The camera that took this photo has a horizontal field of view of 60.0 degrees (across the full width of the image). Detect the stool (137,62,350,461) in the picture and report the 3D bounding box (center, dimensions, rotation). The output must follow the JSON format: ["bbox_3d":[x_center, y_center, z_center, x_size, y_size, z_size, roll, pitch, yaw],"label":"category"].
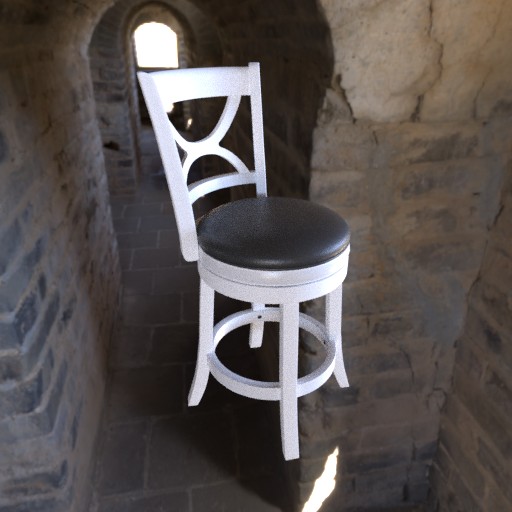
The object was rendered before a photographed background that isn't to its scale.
[{"bbox_3d":[0.000,0.000,1.223,0.508,0.953,0.444,17,31,30],"label":"stool"}]
